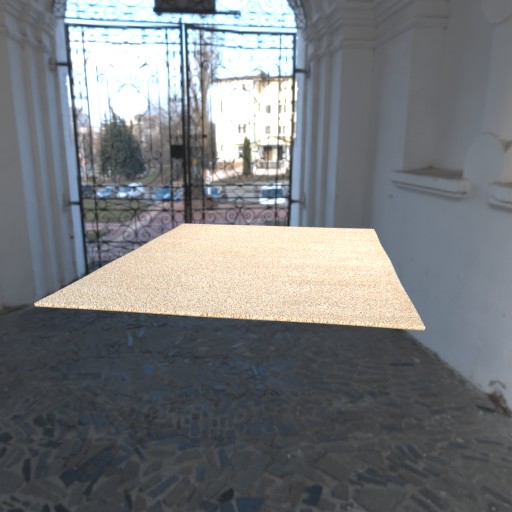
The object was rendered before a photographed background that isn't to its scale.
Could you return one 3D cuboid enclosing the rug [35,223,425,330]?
[{"bbox_3d":[0.000,0.000,4.098,2.400,0.026,3.000,2,14,9],"label":"rug"}]
